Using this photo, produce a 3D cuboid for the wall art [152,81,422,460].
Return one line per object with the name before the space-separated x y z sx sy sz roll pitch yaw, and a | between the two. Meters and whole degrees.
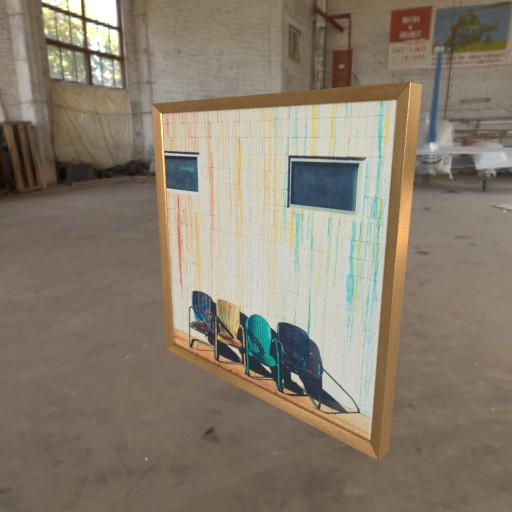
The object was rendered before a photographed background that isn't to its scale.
wall art | 0.000 0.000 0.444 0.302 0.302 0.019 13 20 41
